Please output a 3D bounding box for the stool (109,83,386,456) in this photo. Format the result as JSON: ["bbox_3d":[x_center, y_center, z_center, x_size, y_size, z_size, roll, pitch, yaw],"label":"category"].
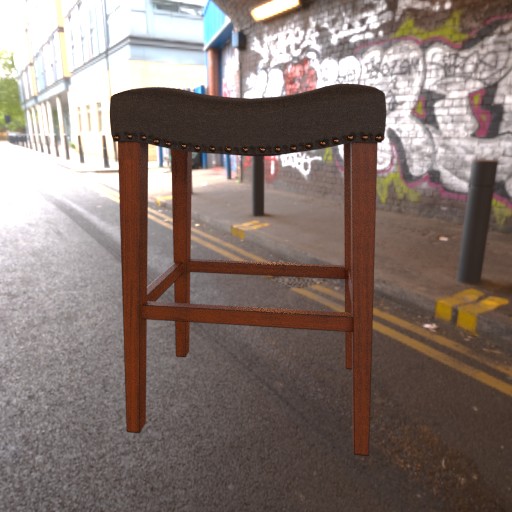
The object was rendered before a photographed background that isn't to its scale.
[{"bbox_3d":[0.000,0.000,0.862,0.439,0.612,0.320,2,16,8],"label":"stool"}]
